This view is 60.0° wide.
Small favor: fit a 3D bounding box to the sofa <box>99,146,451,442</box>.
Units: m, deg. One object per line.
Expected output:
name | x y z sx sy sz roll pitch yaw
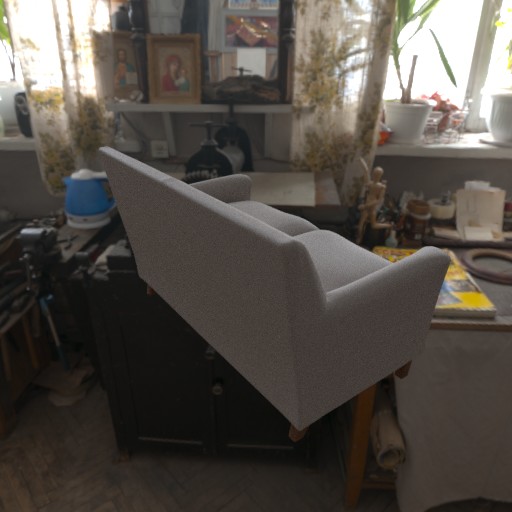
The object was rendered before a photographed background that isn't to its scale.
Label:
sofa | 0.000 0.000 2.104 0.888 0.890 1.482 -17 31 -32
